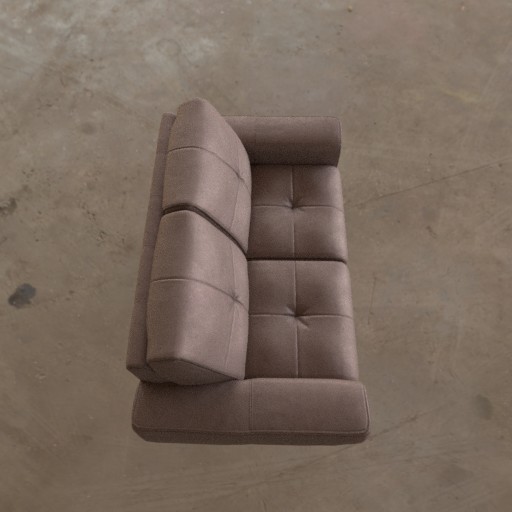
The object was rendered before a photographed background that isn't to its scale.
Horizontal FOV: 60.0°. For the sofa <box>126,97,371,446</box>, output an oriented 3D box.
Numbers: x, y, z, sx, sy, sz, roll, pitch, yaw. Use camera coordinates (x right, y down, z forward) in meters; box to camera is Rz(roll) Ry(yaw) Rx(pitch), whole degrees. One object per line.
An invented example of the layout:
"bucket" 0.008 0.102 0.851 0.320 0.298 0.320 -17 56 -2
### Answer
"sofa" 0.000 0.000 2.302 1.018 0.907 1.806 1 63 0
